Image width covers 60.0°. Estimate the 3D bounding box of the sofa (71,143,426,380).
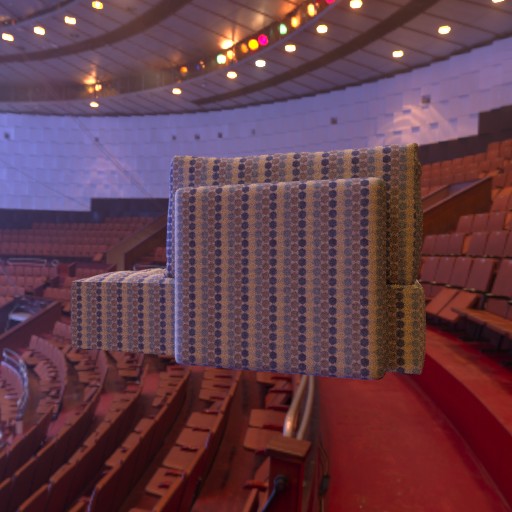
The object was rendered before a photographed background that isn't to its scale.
[{"bbox_3d":[0.000,0.000,2.070,1.450,0.820,1.000,0,0,18],"label":"sofa"}]
